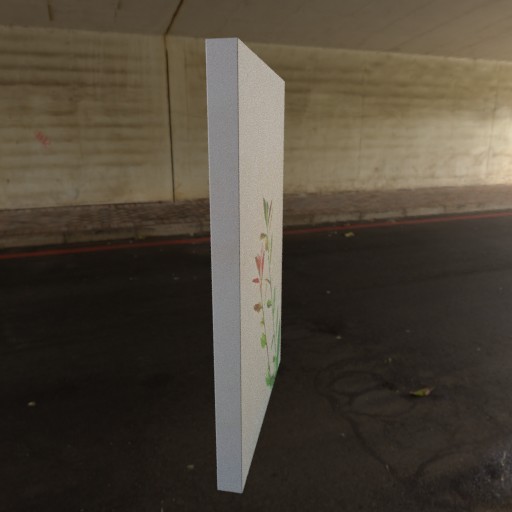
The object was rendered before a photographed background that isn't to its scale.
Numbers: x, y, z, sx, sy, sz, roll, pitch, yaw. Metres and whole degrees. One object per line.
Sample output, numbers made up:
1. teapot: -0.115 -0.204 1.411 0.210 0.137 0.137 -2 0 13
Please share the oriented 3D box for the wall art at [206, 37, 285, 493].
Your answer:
1. wall art: 0.000 0.000 0.767 0.038 0.611 0.408 3 15 10
